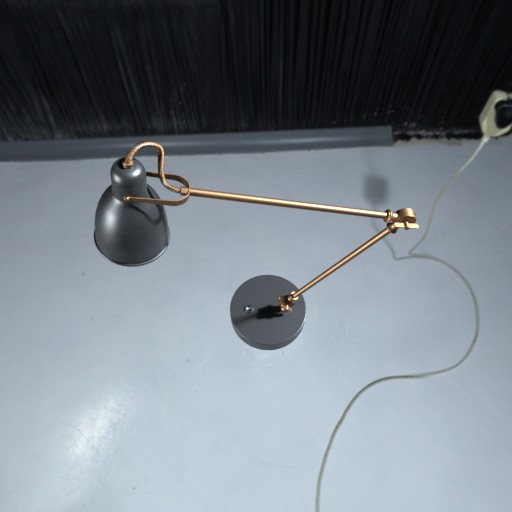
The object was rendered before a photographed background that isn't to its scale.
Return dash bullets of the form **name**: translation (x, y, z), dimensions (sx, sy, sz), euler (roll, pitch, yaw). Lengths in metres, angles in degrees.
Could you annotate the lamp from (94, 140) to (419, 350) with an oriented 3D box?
- **lamp**: translation (0.000, 0.000, 0.862), dimensions (0.561, 0.587, 0.187), euler (-2, 60, -1)
